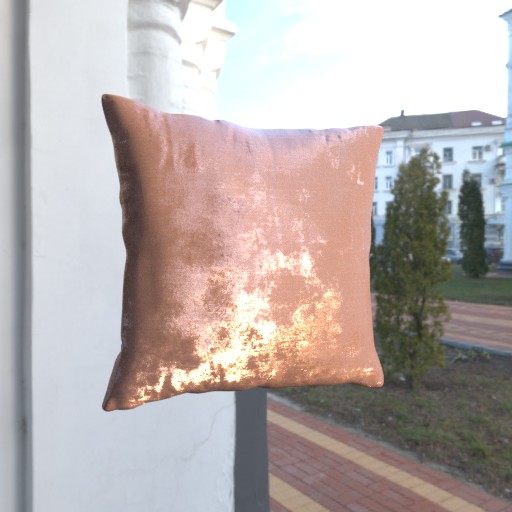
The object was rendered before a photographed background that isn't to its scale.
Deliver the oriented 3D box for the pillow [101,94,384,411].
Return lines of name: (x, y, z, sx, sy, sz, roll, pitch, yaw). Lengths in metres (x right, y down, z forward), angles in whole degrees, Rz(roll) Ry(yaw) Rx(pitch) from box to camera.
pillow: (0.000, 0.000, 0.712, 0.470, 0.464, 0.175, 0, 1, -18)
